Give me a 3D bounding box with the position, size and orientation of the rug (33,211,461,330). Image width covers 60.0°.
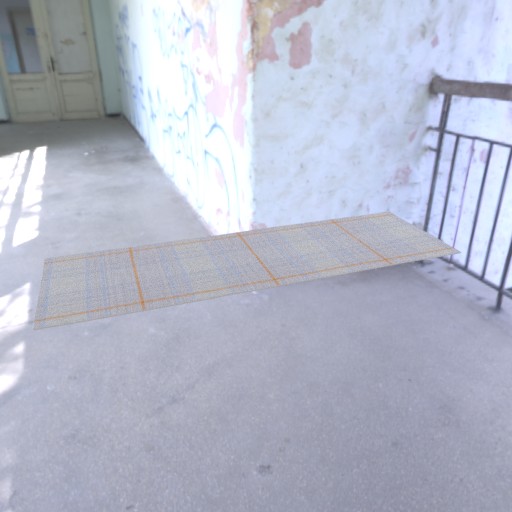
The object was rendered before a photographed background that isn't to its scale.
[{"bbox_3d":[0.000,0.000,2.717,2.442,0.016,0.770,-9,28,-17],"label":"rug"}]
